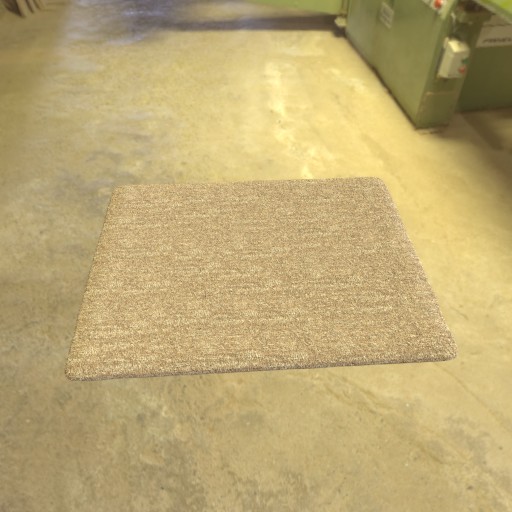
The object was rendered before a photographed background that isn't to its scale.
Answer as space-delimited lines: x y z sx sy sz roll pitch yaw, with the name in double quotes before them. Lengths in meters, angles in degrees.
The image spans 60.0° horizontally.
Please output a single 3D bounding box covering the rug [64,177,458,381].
"rug" 0.000 0.000 3.900 2.873 0.050 2.242 -2 46 -2
